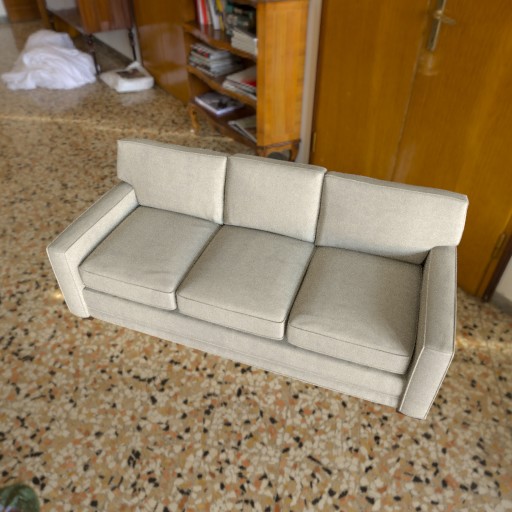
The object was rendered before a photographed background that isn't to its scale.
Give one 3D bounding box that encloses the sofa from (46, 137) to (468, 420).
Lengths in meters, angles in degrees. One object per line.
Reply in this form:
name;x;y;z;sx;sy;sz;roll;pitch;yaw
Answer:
sofa;0.000;0.000;2.511;2.093;0.862;0.936;13;42;15
